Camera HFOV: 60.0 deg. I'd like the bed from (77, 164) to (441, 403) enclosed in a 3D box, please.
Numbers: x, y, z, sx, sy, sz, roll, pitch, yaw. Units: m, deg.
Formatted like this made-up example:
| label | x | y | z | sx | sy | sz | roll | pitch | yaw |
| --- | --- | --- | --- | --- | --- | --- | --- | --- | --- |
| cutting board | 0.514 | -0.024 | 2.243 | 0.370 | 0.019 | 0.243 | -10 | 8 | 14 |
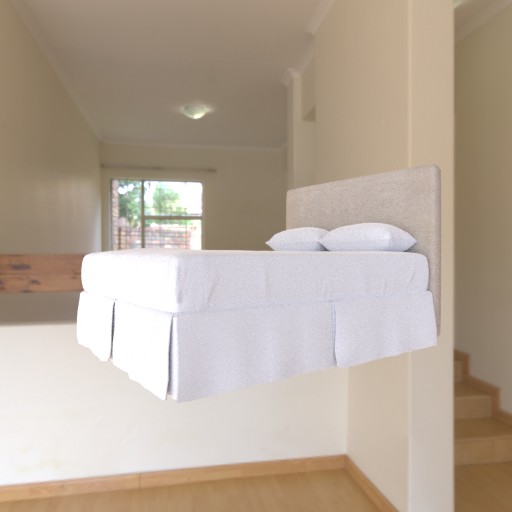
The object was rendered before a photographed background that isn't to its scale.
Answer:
| label | x | y | z | sx | sy | sz | roll | pitch | yaw |
| --- | --- | --- | --- | --- | --- | --- | --- | --- | --- |
| bed | 0.000 | 0.000 | 3.225 | 2.162 | 1.330 | 1.713 | 0 | 0 | -36 |
